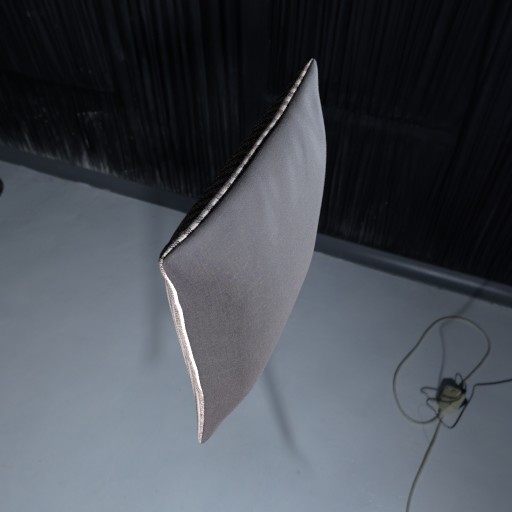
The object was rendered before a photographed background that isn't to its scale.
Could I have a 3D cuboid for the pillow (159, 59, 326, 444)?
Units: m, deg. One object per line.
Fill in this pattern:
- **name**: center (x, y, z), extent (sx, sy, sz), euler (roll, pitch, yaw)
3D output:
- **pillow**: center (0.000, 0.000, 0.789), extent (0.166, 0.506, 0.523), euler (16, 49, 15)
